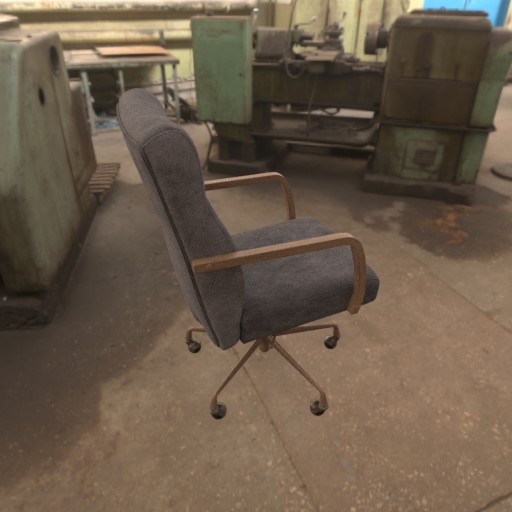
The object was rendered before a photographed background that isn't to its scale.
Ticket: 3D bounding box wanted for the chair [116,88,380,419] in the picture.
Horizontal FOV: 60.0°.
[{"bbox_3d":[0.000,0.000,1.482,0.741,1.029,0.640,-11,33,-17],"label":"chair"}]
